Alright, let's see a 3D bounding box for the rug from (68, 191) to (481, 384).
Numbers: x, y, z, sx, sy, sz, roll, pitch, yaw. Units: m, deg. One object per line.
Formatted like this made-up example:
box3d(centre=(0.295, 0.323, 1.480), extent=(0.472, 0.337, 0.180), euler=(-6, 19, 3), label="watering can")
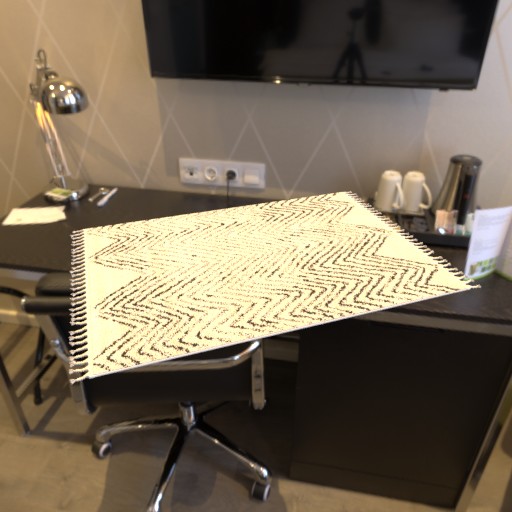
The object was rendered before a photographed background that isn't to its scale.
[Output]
box3d(centre=(0.000, 0.000, 2.320), extent=(1.847, 0.014, 1.230), euler=(-10, 32, -16), label="rug")
